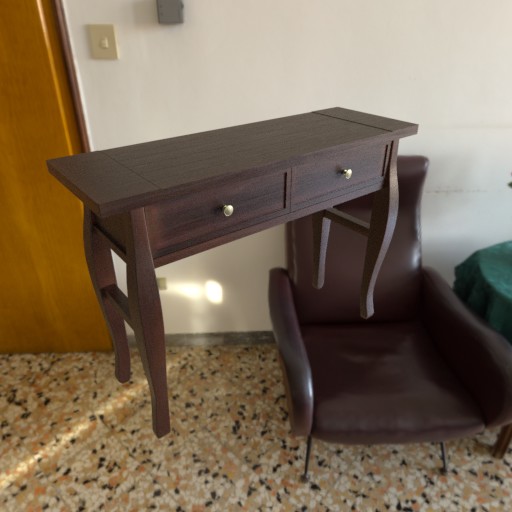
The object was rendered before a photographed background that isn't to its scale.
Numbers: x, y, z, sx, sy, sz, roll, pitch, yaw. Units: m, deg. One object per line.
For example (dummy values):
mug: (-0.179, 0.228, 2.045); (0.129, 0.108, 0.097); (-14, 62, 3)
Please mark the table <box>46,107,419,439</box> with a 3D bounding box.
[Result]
table: (0.000, 0.000, 1.465); (1.062, 0.768, 0.373); (-21, 36, -32)
